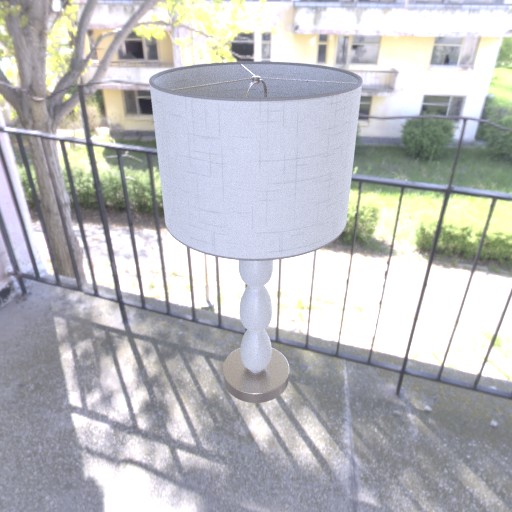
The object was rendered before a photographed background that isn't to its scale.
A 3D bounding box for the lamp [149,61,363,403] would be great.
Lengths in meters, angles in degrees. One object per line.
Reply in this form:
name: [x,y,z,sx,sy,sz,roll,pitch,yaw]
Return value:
lamp: [0.000,0.000,0.734,0.280,0.559,0.282,10,32,16]
